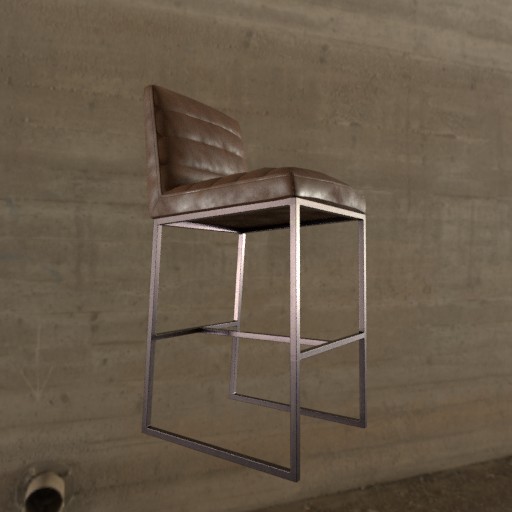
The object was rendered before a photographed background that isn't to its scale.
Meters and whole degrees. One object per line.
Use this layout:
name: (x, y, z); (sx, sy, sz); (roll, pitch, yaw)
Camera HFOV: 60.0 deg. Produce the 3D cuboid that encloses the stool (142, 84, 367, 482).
stool: (0.000, 0.000, 1.371); (0.562, 1.065, 0.463); (-1, -2, 35)
